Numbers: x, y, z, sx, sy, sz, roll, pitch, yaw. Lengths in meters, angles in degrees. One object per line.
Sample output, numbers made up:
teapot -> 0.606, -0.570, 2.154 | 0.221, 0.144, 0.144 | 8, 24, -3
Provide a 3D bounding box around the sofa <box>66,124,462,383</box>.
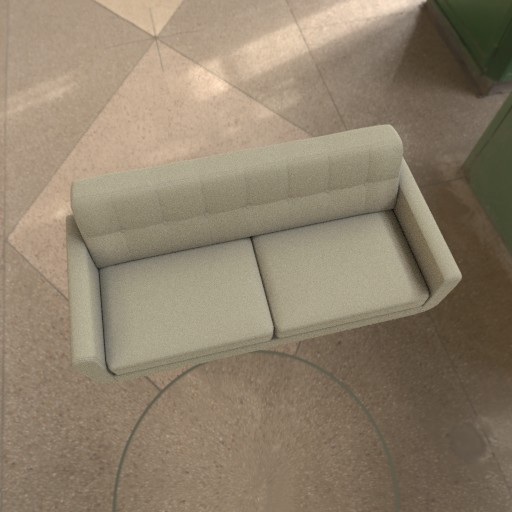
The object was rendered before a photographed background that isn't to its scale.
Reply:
sofa -> 0.000, 0.000, 2.683 | 2.137, 0.892, 0.980 | -12, 63, -6
